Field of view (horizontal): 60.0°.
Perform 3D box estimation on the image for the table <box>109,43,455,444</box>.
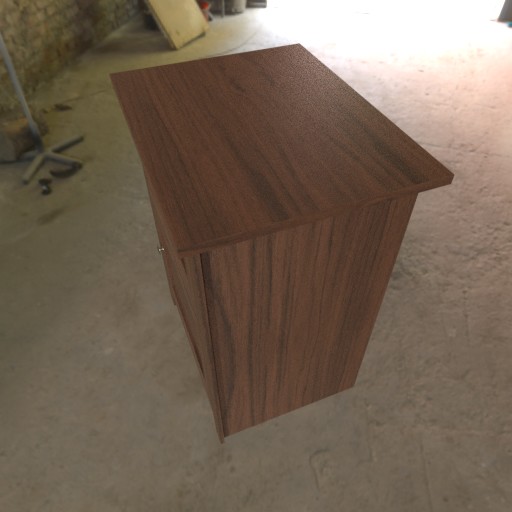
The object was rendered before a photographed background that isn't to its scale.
[{"bbox_3d":[0.000,0.000,0.927,0.381,0.636,0.480,-16,49,-15],"label":"table"}]
